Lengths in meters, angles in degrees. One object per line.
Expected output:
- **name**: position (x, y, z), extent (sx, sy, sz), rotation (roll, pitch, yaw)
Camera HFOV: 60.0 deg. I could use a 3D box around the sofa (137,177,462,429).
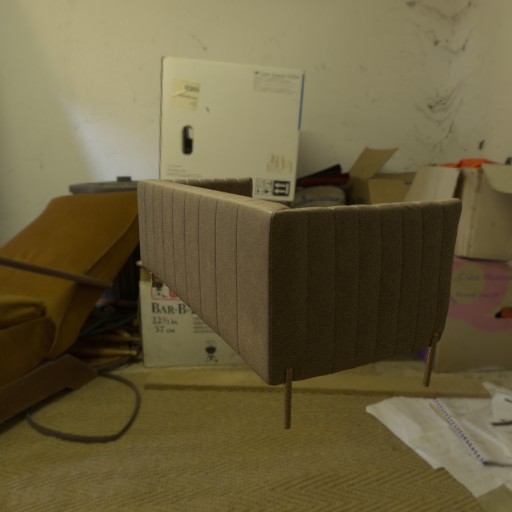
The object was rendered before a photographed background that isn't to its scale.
- **sofa**: position (0.000, 0.000, 2.450), extent (0.876, 0.779, 1.980), rotation (-6, 14, -26)
